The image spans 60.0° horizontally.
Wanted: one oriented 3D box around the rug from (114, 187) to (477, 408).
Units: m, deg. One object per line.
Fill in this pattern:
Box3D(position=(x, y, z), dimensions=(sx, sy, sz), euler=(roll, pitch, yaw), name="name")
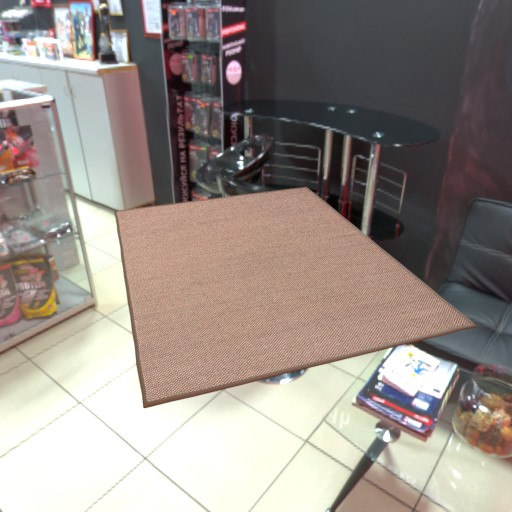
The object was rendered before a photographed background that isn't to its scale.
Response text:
Box3D(position=(0.000, 0.000, 4.163), dimensions=(2.413, 0.020, 3.041), euler=(-9, 31, -16), name="rug")
